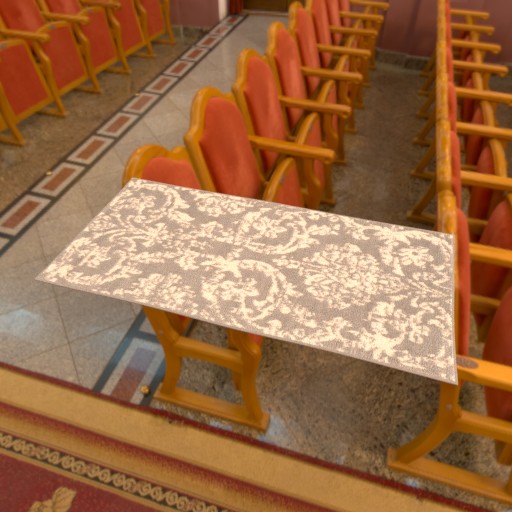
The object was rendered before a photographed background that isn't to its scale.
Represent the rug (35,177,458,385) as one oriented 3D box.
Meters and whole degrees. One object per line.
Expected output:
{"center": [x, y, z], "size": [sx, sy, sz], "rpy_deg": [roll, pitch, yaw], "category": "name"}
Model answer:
{"center": [0.000, 0.000, 1.421], "size": [1.219, 0.007, 0.604], "rpy_deg": [12, 43, 13], "category": "rug"}
